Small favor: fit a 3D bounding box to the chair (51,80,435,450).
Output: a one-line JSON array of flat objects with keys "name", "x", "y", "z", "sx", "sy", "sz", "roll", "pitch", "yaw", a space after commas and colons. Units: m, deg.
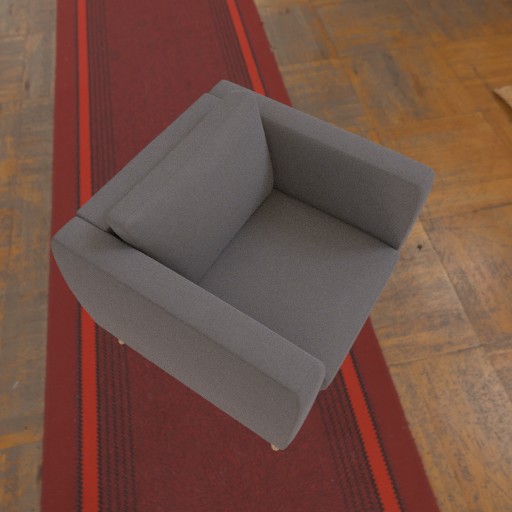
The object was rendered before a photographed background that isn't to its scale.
[{"name": "chair", "x": 0.000, "y": 0.000, "z": 1.679, "sx": 0.930, "sy": 0.860, "sz": 1.000, "roll": 29, "pitch": 62, "yaw": 17}]
